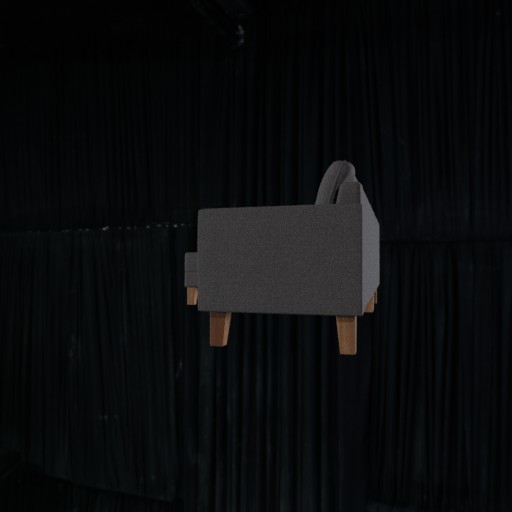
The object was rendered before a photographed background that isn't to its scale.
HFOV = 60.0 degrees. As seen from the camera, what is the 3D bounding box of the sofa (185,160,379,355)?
[{"bbox_3d":[0.000,0.000,3.515,1.829,0.932,2.679,0,-1,17],"label":"sofa"}]
